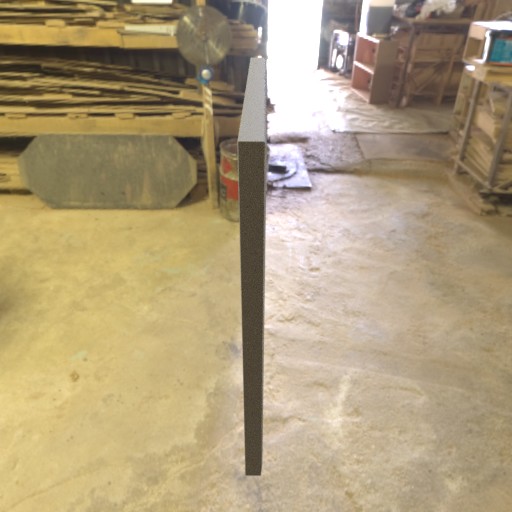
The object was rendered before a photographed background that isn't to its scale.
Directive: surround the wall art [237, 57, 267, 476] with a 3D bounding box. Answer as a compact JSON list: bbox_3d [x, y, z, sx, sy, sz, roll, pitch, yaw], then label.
[{"bbox_3d":[0.000,0.000,0.763,0.029,0.558,0.458,1,33,1],"label":"wall art"}]
